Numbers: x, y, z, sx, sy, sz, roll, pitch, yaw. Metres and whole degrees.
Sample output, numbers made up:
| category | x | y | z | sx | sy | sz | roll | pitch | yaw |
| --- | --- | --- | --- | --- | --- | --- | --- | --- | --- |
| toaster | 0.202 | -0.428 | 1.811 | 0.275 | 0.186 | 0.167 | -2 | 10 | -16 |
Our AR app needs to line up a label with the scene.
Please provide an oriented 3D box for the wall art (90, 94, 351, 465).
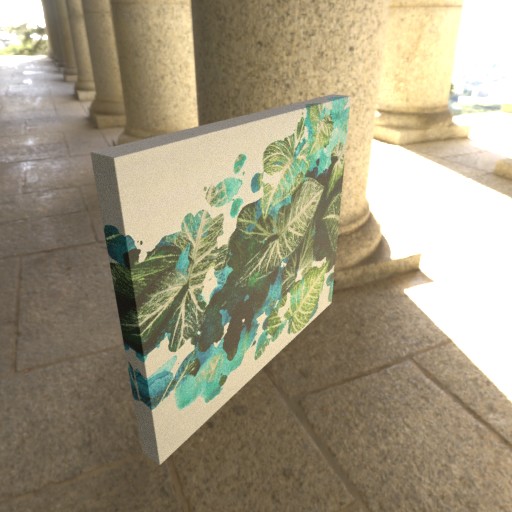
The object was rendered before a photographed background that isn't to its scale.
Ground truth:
| category | x | y | z | sx | sy | sz | roll | pitch | yaw |
| --- | --- | --- | --- | --- | --- | --- | --- | --- | --- |
| wall art | 0.000 | 0.000 | 0.710 | 0.041 | 0.435 | 0.507 | 19 | 33 | 32 |
